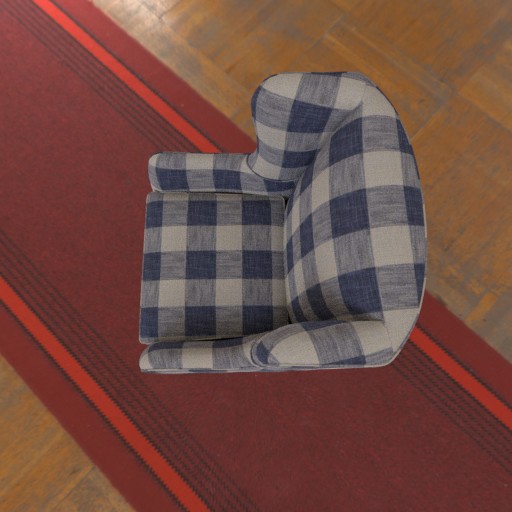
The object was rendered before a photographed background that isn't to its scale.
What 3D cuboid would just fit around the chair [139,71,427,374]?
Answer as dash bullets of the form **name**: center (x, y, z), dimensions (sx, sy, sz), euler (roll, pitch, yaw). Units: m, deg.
- **chair**: center (0.000, 0.000, 1.643), dimensions (0.889, 1.041, 0.830), euler (-1, 75, 0)
